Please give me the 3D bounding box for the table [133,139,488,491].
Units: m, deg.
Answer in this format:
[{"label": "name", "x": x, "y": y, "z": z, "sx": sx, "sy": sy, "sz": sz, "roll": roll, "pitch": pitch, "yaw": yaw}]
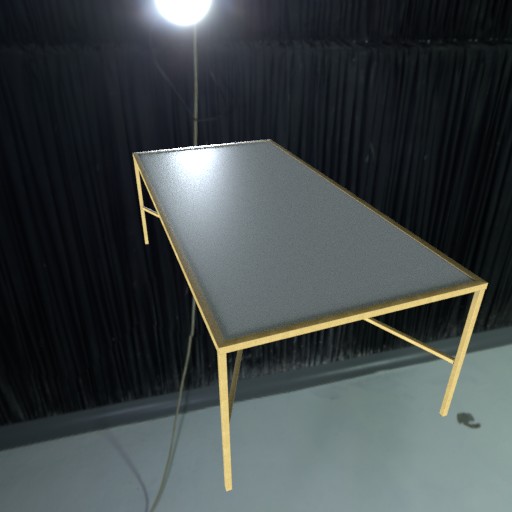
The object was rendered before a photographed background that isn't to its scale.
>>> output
[{"label": "table", "x": 0.000, "y": 0.000, "z": 1.422, "sx": 0.580, "sy": 0.398, "sz": 1.206, "roll": -10, "pitch": 31, "yaw": -18}]
